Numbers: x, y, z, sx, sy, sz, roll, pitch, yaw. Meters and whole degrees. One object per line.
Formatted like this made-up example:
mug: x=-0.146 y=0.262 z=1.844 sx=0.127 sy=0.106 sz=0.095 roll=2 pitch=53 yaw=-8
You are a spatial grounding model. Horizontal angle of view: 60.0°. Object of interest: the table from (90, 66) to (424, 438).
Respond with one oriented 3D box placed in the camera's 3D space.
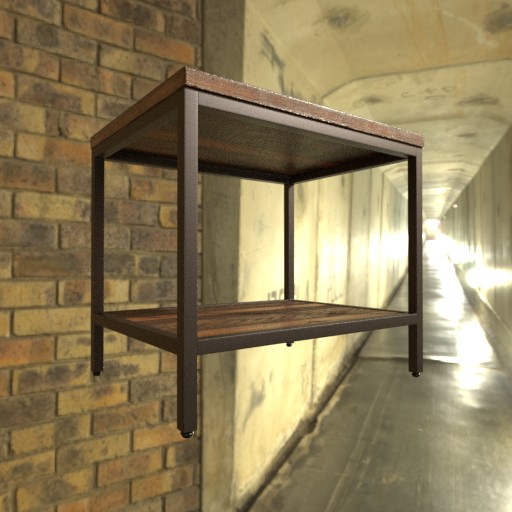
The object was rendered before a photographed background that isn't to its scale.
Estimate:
table: x=0.000 y=0.000 z=1.132 sx=0.678 sy=0.612 sz=0.524 roll=0 pitch=-1 yaw=-36
